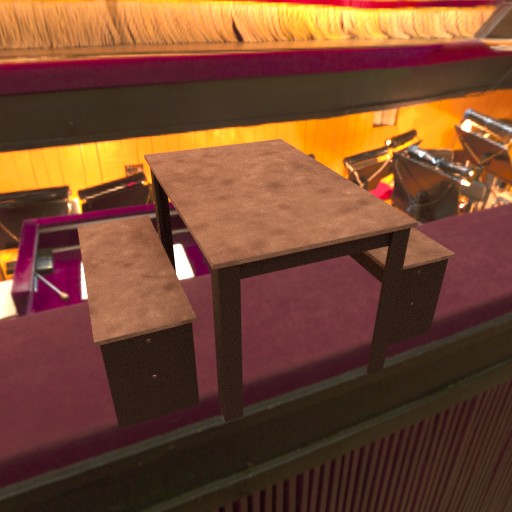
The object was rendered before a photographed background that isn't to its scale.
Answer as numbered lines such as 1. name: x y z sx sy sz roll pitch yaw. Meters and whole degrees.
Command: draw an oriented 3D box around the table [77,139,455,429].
1. table: 0.000 0.000 1.999 1.443 0.700 1.100 -12 32 -19
